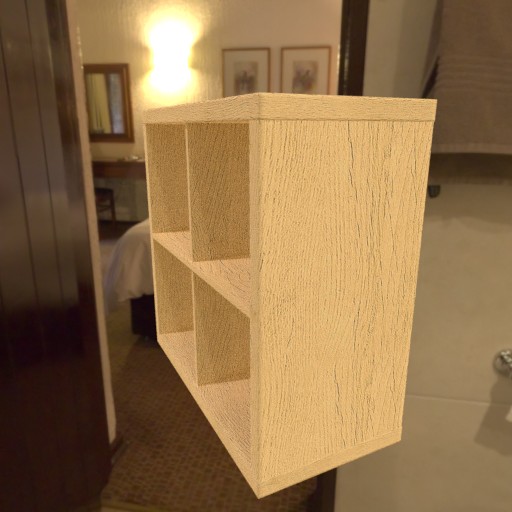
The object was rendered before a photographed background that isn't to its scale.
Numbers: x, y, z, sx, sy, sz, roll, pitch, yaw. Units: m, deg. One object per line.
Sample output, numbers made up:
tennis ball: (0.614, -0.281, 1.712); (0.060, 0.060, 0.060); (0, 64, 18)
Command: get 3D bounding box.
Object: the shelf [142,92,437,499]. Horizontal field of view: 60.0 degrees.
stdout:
shelf: (0.000, 0.000, 1.225); (0.390, 0.786, 0.790); (-8, 18, -26)
